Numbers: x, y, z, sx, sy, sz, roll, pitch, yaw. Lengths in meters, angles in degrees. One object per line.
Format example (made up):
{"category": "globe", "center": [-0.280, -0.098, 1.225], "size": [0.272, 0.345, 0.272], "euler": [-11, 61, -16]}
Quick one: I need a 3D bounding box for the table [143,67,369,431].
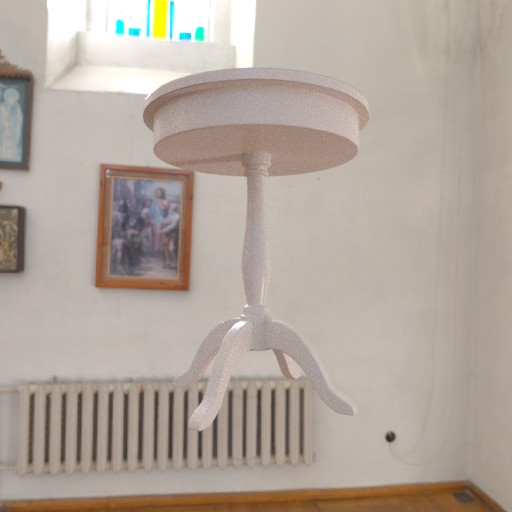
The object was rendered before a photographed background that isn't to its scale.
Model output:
{"category": "table", "center": [0.000, 0.000, 1.028], "size": [0.513, 0.653, 0.513], "euler": [0, -1, 0]}
